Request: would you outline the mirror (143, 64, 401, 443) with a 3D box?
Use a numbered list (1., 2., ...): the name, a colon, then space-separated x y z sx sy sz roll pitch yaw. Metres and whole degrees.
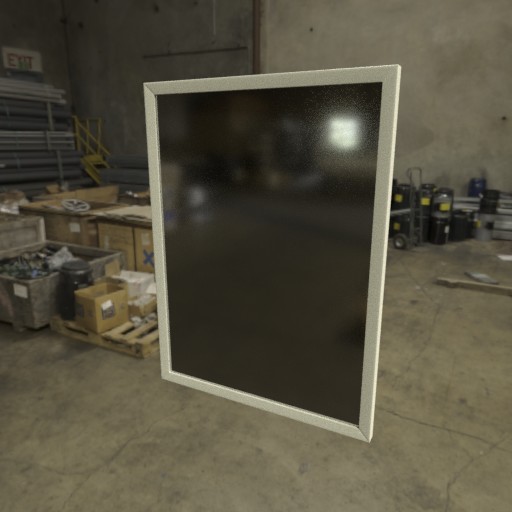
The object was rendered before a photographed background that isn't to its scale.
1. mirror: 0.000 0.000 1.340 0.762 1.016 0.040 8 17 27
